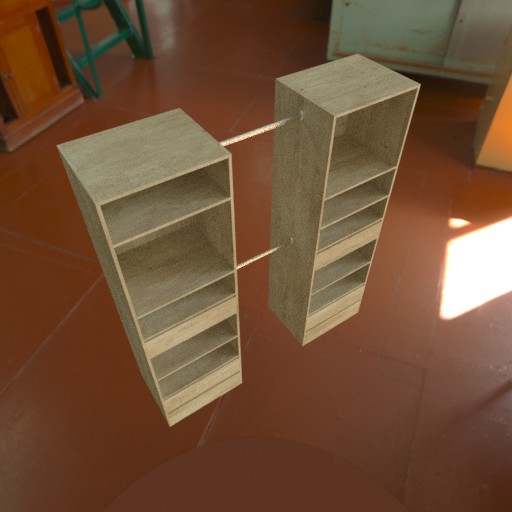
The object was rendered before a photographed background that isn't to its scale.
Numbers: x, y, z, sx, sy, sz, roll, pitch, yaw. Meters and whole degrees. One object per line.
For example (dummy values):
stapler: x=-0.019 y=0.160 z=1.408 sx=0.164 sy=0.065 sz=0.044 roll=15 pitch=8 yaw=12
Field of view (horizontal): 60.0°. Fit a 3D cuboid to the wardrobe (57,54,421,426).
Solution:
wardrobe: x=0.000 y=0.000 z=2.853 sx=1.770 sy=2.000 sz=0.480 roll=-26 pitch=51 yaw=-23
